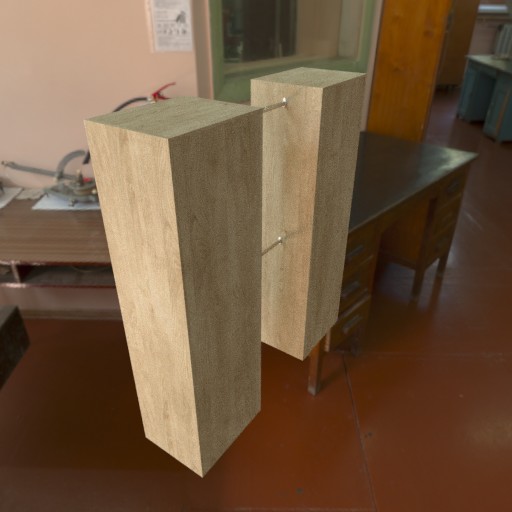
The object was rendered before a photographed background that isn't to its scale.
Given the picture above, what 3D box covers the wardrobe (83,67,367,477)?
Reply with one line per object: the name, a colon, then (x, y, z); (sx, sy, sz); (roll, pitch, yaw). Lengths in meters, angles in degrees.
wardrobe: (0.000, 0.000, 2.827); (0.480, 2.000, 1.770); (20, 36, 30)
